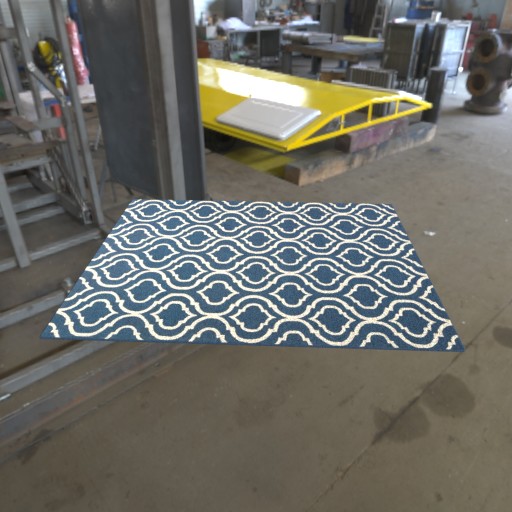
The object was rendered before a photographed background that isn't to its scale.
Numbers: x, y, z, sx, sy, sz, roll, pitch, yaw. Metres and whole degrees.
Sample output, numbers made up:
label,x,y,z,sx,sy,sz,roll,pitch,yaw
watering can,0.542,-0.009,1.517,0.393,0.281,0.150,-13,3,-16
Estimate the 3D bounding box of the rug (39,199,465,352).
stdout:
label,x,y,z,sx,sy,sz,roll,pitch,yaw
rug,0.000,0.000,3.951,2.881,0.020,2.270,1,32,2
